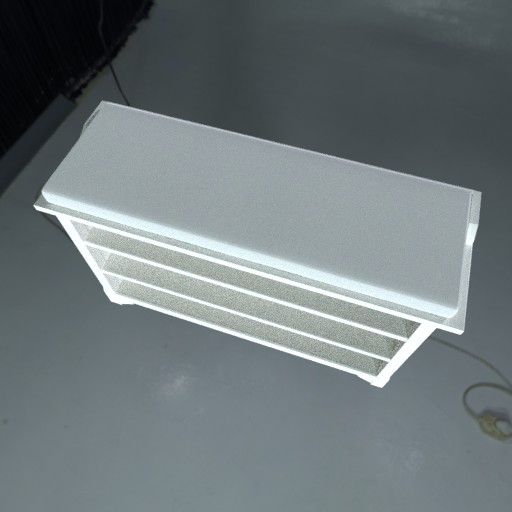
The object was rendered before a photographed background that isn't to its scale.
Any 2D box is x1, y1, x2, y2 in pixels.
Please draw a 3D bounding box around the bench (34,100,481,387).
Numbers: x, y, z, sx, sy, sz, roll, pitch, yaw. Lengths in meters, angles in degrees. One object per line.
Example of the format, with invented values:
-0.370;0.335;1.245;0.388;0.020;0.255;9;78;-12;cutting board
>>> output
0.000;0.000;1.256;0.987;0.589;0.346;16;61;9;bench
